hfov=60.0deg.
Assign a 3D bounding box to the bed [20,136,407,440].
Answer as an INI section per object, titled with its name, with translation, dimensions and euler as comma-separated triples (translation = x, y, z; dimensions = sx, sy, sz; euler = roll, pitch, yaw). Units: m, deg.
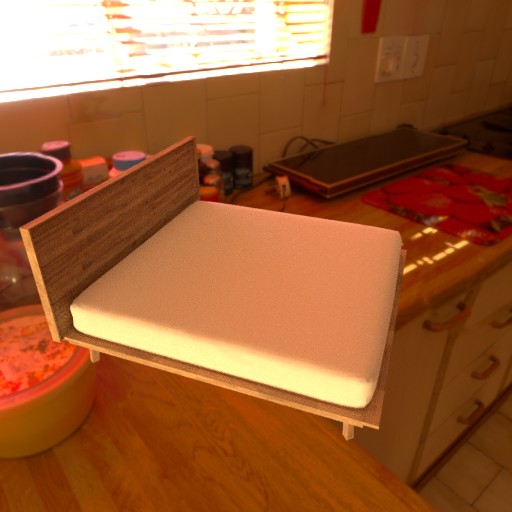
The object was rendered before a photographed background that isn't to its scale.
[bed]
translation = 0.000, 0.000, 3.387
dimensions = 2.167, 1.100, 2.116
euler = 11, 32, 18
